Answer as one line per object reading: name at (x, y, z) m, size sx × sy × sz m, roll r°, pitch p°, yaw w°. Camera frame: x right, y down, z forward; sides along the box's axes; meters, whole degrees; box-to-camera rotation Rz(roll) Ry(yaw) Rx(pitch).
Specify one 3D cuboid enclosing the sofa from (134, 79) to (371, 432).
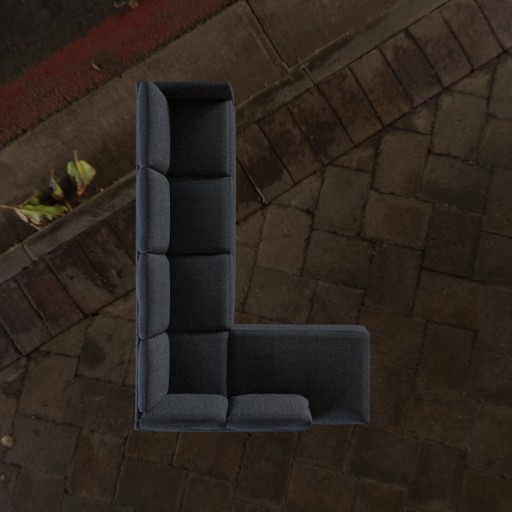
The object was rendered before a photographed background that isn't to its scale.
sofa at (0.000, 0.000, 3.855) m, size 2.007 × 0.815 × 2.949 m, roll 0°, pitch 90°, yaw 0°
